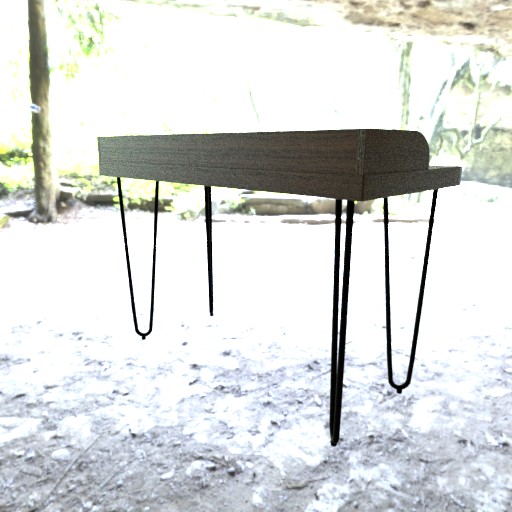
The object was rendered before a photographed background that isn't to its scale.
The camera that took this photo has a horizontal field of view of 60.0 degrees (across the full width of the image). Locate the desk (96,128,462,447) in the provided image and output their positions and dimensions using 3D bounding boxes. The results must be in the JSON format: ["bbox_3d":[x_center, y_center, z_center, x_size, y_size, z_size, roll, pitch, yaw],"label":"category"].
[{"bbox_3d":[0.000,0.000,1.618,1.200,0.854,0.565,14,19,43],"label":"desk"}]
